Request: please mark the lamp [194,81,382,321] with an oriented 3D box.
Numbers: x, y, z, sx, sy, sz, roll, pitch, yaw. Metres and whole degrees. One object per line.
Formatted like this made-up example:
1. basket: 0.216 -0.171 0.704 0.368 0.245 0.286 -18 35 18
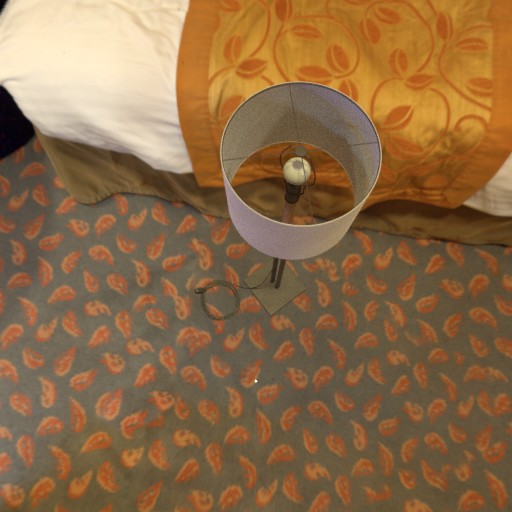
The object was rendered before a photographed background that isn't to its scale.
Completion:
1. lamp: 0.000 0.000 1.896 0.639 1.650 0.474 -36 77 -9
